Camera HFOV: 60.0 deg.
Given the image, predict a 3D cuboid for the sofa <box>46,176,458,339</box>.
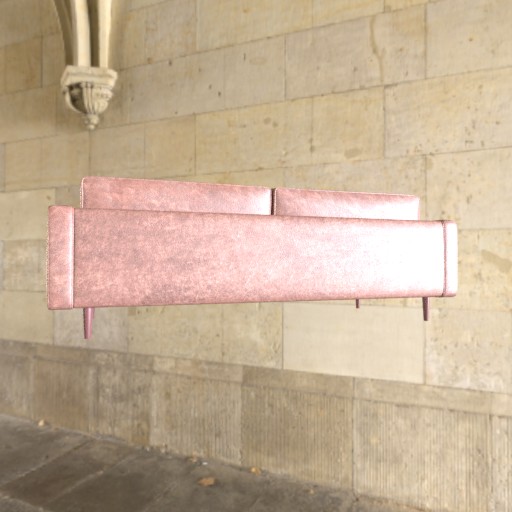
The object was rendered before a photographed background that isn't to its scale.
[{"bbox_3d":[0.000,0.000,2.659,2.210,0.762,0.914,0,-1,-19],"label":"sofa"}]
